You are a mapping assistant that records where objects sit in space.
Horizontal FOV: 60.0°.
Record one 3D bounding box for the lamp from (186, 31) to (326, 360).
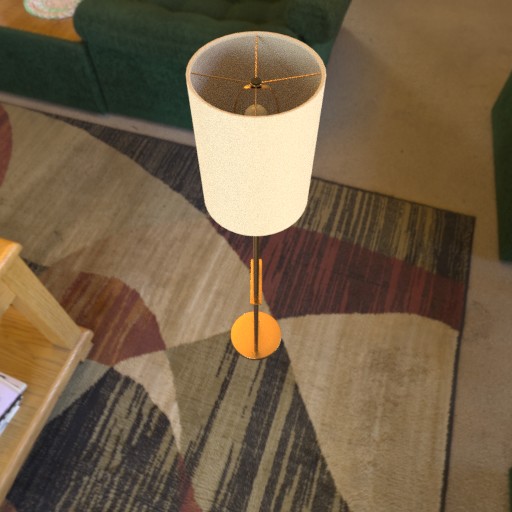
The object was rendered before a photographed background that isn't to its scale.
[{"bbox_3d":[0.000,0.000,1.599,0.305,1.500,0.306,0,57,0],"label":"lamp"}]
